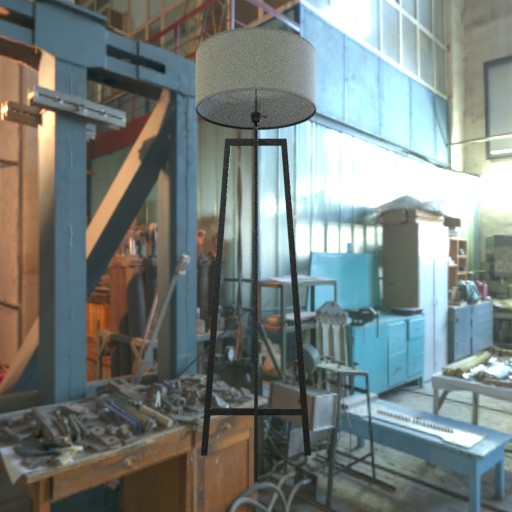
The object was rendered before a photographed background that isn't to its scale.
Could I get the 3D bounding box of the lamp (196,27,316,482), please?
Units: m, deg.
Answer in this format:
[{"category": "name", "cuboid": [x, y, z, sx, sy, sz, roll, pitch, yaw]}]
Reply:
[{"category": "lamp", "cuboid": [0.000, 0.000, 1.688, 0.456, 1.510, 0.457, 0, 0, 0]}]
